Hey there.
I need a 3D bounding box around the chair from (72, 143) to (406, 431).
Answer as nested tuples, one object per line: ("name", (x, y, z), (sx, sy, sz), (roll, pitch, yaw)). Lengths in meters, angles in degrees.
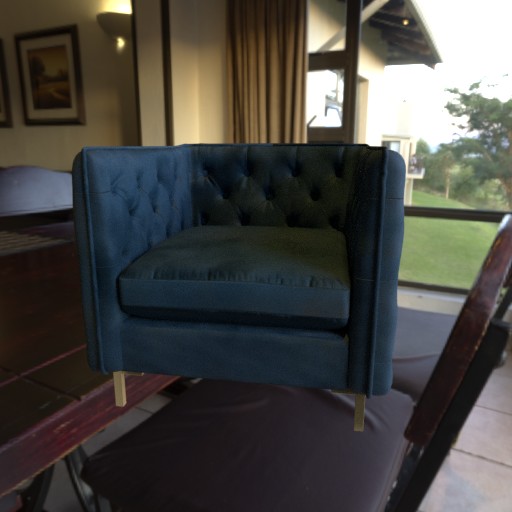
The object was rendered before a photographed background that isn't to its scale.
("chair", (0.000, 0.000, 1.542), (0.868, 0.771, 0.877), (2, 14, 10))
